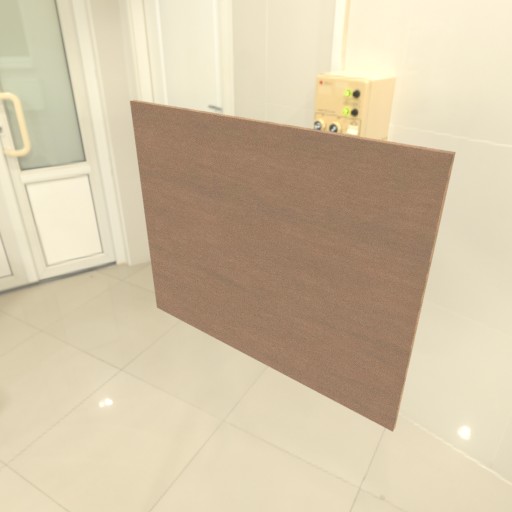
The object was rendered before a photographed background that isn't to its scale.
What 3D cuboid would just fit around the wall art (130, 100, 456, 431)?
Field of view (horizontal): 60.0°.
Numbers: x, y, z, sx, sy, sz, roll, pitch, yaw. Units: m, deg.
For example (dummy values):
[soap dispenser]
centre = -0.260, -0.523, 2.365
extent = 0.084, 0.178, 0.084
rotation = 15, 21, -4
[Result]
[wall art]
centre = 0.000, 0.000, 0.684
extent = 0.508, 0.408, 0.010
rotation = 20, 35, 32
